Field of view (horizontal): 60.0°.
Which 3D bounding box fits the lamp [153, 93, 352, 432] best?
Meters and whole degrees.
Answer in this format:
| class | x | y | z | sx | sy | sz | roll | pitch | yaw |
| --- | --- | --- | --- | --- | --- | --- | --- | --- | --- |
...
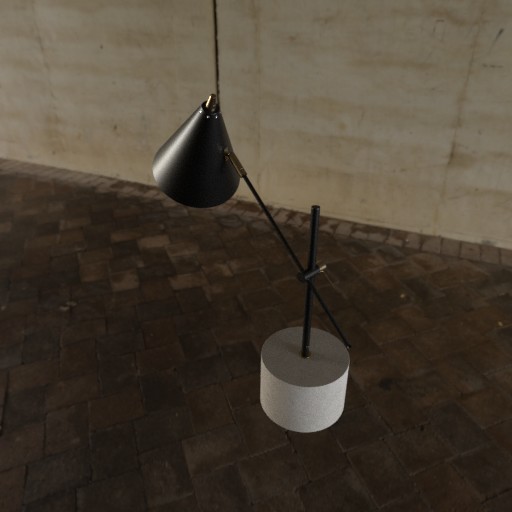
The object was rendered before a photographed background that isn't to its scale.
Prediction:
| class | x | y | z | sx | sy | sz | roll | pitch | yaw |
| --- | --- | --- | --- | --- | --- | --- | --- | --- | --- |
| lamp | 0.000 | 0.000 | 0.747 | 0.214 | 0.518 | 0.403 | -18 | 35 | -29 |
